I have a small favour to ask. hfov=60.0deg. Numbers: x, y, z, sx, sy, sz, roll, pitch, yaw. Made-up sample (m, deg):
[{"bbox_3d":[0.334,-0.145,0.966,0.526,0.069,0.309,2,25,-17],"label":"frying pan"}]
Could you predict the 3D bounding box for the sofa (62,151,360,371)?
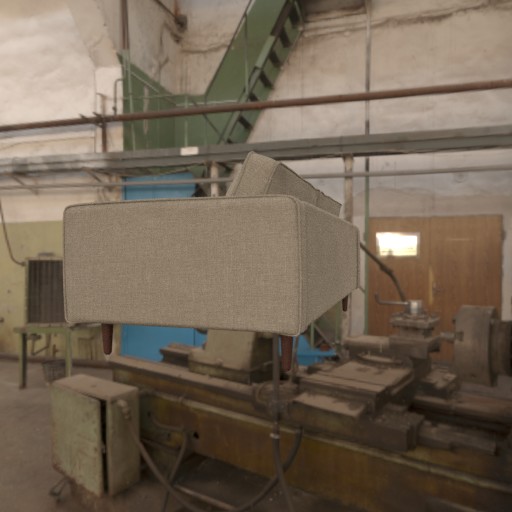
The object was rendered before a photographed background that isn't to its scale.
[{"bbox_3d":[0.000,0.000,2.361,0.914,0.762,1.879,0,1,19],"label":"sofa"}]
